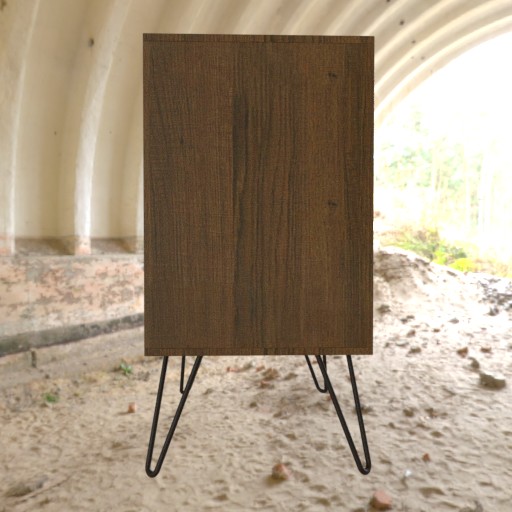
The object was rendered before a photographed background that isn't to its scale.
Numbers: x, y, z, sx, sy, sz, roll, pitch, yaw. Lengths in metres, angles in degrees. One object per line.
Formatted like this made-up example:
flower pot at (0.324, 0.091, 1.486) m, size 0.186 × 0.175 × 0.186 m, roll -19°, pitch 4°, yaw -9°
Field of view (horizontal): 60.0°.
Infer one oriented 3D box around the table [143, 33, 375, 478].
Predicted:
table at (0.000, 0.000, 1.124) m, size 0.457 × 0.866 × 0.526 m, roll 0°, pitch 1°, yaw -1°
